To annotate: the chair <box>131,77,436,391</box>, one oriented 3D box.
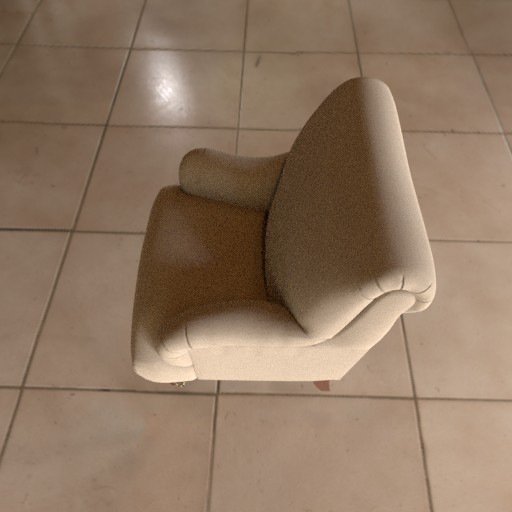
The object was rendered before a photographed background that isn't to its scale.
[{"bbox_3d":[0.000,0.000,1.520,0.842,0.942,0.766,0,57,0],"label":"chair"}]
